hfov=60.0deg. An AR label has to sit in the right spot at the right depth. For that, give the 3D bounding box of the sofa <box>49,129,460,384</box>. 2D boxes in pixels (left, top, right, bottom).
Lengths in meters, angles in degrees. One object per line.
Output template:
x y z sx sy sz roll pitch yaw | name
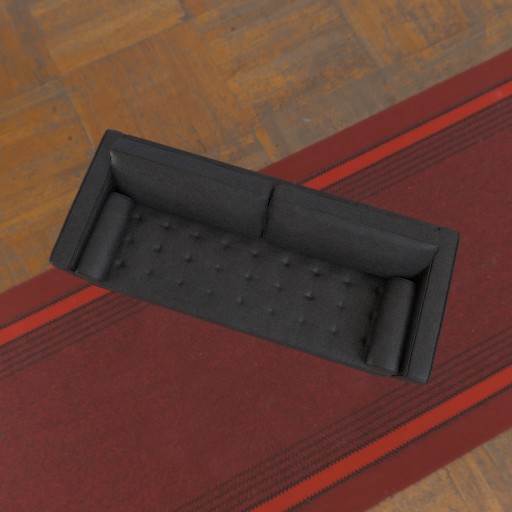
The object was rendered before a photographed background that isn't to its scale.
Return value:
0.000 0.000 2.674 2.210 0.762 0.914 17 77 4 | sofa
